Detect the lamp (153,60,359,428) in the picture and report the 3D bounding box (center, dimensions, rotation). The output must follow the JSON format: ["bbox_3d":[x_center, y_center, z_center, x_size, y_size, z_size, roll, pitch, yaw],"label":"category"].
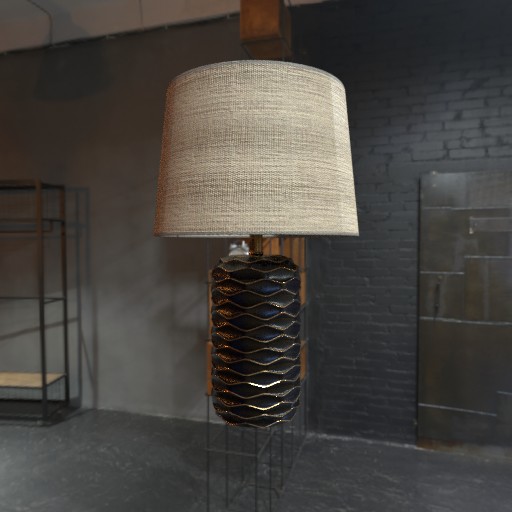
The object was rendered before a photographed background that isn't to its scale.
[{"bbox_3d":[0.000,0.000,0.832,0.376,0.594,0.376,0,2,0],"label":"lamp"}]
